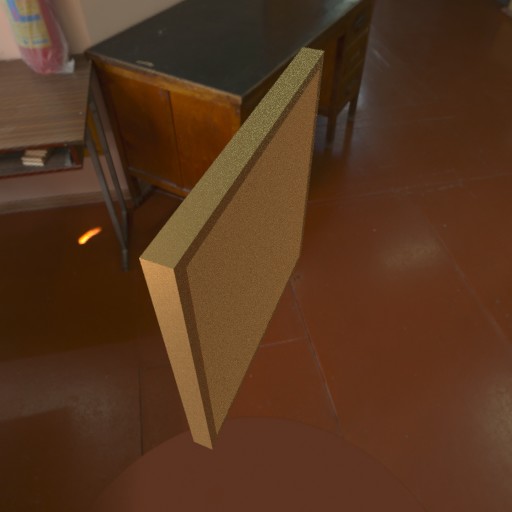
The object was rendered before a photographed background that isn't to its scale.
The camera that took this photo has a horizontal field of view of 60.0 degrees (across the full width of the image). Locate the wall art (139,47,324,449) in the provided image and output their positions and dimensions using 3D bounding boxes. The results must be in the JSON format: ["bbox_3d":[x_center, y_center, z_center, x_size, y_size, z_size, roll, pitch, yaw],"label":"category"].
[{"bbox_3d":[0.000,0.000,1.951,0.095,1.284,1.284,17,51,15],"label":"wall art"}]
